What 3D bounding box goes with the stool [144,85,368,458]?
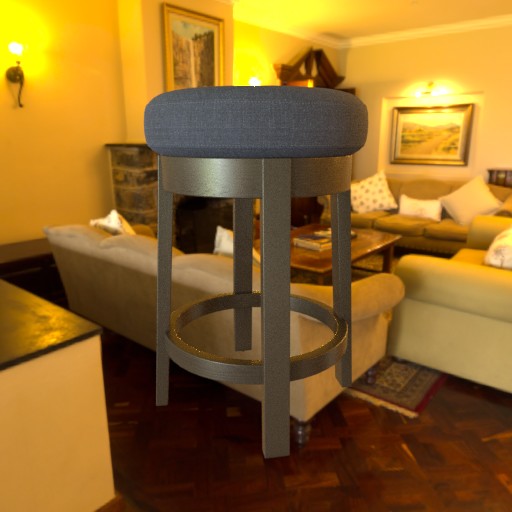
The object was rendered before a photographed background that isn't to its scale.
[{"bbox_3d":[0.000,0.000,0.941,0.449,0.655,0.449,0,15,0],"label":"stool"}]
